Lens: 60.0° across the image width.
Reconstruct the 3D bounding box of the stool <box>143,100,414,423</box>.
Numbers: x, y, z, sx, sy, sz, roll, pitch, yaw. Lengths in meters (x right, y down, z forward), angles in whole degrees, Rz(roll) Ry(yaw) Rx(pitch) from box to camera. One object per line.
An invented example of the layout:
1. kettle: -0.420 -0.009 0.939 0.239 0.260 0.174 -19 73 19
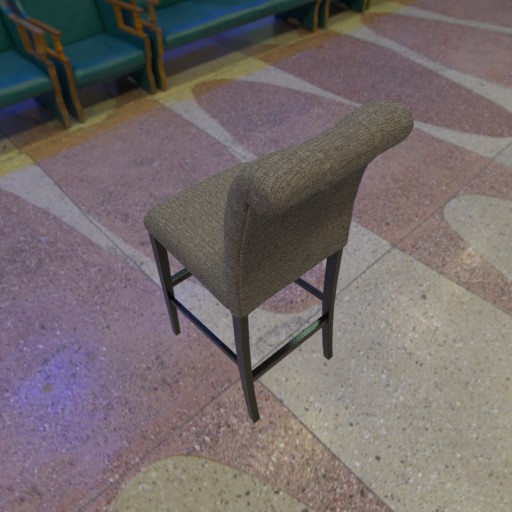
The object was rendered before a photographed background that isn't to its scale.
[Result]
1. stool: 0.000 0.000 1.432 0.452 1.131 0.613 -32 55 -27
